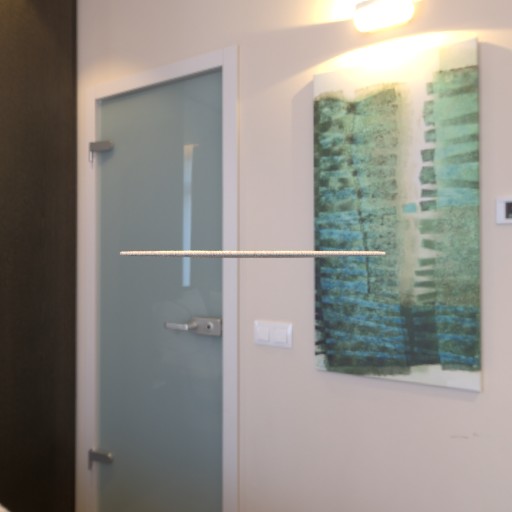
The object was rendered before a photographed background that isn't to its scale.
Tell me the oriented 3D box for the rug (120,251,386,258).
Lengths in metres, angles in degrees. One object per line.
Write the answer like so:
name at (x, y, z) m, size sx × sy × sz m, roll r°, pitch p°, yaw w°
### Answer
rug at (0.000, 0.000, 2.626) m, size 0.855 × 0.017 × 2.452 m, roll 0°, pitch 0°, yaw 1°
